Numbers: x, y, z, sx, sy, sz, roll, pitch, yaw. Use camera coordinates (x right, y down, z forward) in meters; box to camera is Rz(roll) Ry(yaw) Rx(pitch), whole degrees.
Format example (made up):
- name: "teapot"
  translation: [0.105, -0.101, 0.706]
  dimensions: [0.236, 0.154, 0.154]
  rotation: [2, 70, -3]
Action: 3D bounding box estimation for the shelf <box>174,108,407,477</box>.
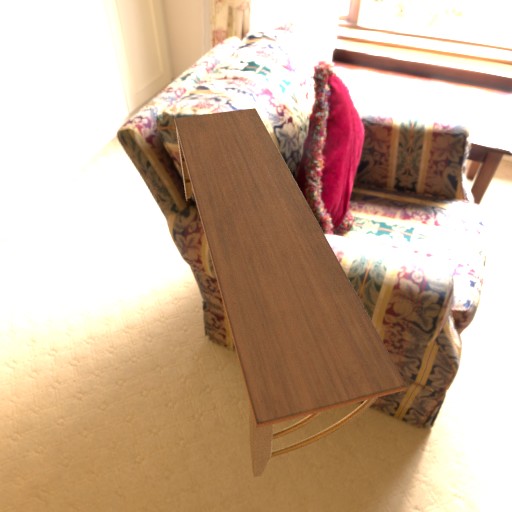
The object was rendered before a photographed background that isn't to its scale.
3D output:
- name: "shelf"
  translation: [0.000, 0.000, 0.738]
  dimensions: [0.166, 0.190, 0.636]
  rotation: [-11, 47, -10]
